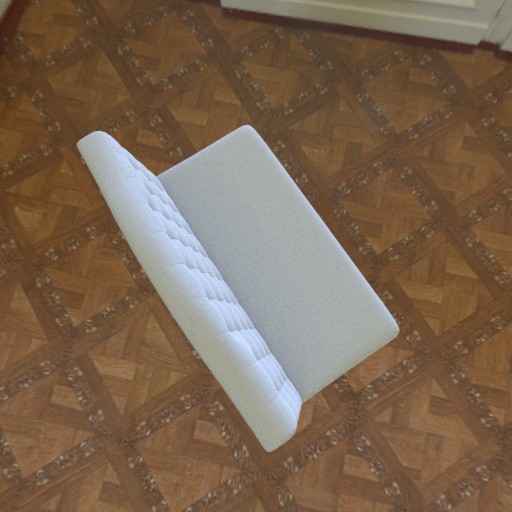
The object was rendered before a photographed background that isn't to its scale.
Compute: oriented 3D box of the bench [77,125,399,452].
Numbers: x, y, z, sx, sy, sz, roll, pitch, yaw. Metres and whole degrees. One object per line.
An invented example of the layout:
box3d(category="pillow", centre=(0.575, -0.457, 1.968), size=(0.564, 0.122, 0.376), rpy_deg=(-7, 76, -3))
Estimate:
box3d(category="bench", centre=(0.000, 0.000, 2.035), size=(0.815, 1.180, 1.335), rpy_deg=(-33, 78, -8))
